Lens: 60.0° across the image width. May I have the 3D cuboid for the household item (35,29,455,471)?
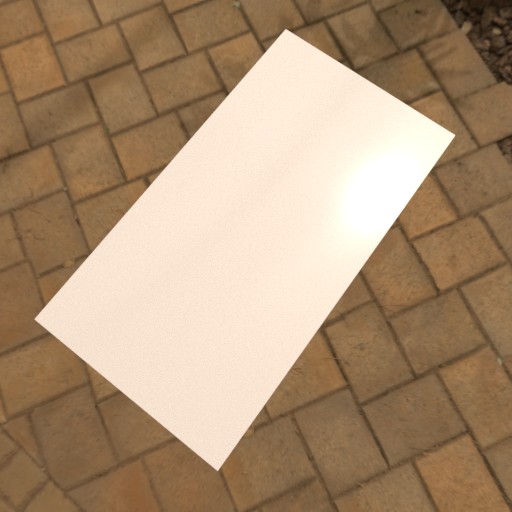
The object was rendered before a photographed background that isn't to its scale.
[{"bbox_3d":[0.000,0.000,1.562,0.597,0.749,1.100,36,79,8],"label":"household item"}]
